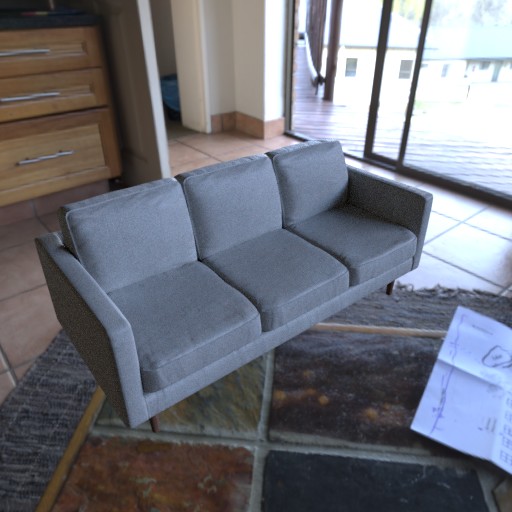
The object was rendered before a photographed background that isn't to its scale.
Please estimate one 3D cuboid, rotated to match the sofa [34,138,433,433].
[{"bbox_3d":[0.000,0.000,2.464,1.983,0.918,0.944,-22,38,-32],"label":"sofa"}]
